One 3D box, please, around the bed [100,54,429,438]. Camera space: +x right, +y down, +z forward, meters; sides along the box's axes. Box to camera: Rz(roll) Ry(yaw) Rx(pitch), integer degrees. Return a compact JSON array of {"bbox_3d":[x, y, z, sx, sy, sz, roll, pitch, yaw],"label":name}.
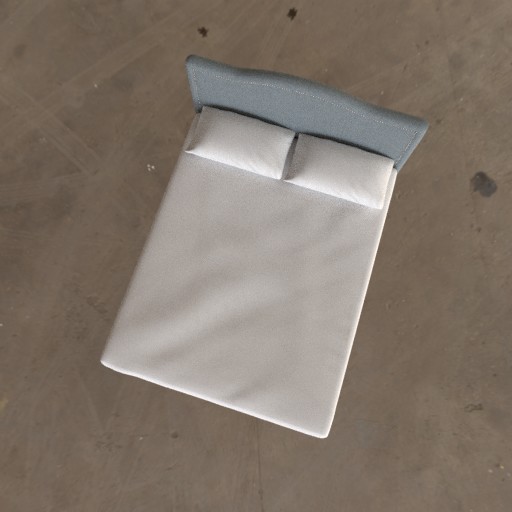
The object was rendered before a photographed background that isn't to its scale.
[{"bbox_3d":[0.000,0.000,3.914,2.161,1.457,2.689,17,77,4],"label":"bed"}]
